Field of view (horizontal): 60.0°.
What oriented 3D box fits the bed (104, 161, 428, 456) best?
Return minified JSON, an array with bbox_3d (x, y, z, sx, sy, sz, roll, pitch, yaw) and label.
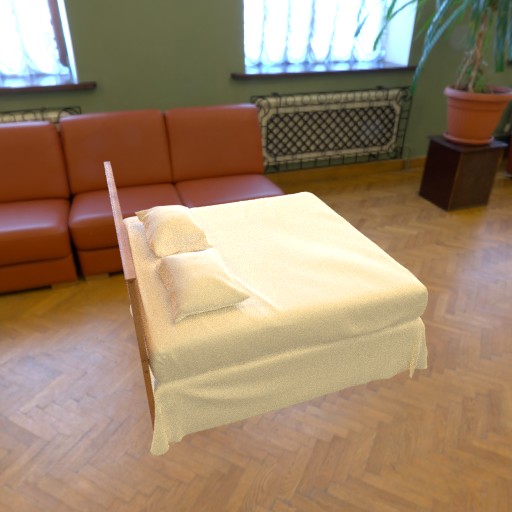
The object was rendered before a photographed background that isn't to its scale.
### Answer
[{"bbox_3d":[0.000,0.000,3.741,2.215,1.270,2.317,-10,32,-17],"label":"bed"}]
